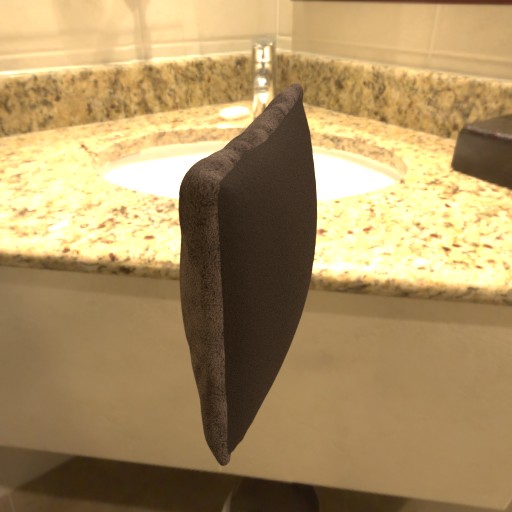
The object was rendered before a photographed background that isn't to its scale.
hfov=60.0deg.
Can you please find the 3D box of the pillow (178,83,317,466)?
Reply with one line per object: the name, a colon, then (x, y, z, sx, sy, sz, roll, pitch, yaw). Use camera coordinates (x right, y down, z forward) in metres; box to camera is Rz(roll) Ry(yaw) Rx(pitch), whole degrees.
pillow: (0.000, 0.000, 0.814, 0.204, 0.520, 0.522, 8, 32, 13)
